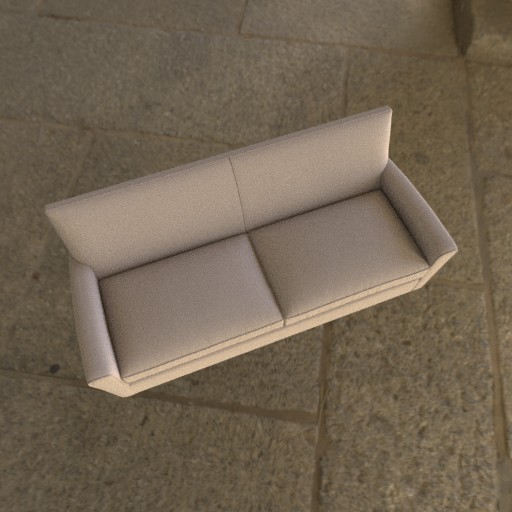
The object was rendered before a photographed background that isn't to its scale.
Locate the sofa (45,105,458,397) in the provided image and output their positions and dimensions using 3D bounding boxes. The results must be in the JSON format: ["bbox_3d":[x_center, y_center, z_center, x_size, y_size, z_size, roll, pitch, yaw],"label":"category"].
[{"bbox_3d":[0.000,0.000,2.511,2.000,0.846,0.875,-19,65,-9],"label":"sofa"}]
